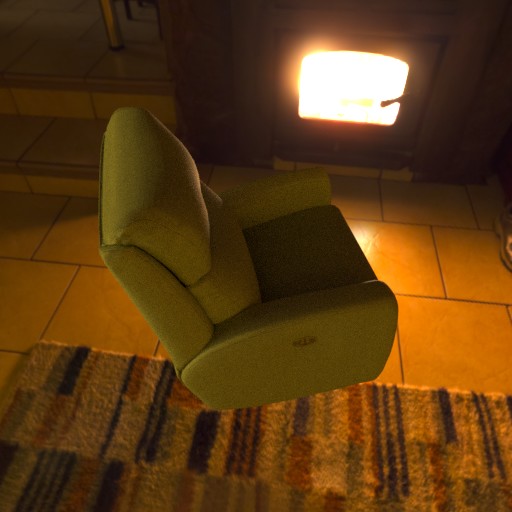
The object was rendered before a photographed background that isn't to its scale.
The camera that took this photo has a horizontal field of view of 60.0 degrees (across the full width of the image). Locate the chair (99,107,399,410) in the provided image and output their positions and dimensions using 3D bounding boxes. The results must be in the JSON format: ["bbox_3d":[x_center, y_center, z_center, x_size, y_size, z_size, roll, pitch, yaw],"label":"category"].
[{"bbox_3d":[0.000,0.000,1.649,0.940,1.016,0.794,-9,47,-9],"label":"chair"}]
